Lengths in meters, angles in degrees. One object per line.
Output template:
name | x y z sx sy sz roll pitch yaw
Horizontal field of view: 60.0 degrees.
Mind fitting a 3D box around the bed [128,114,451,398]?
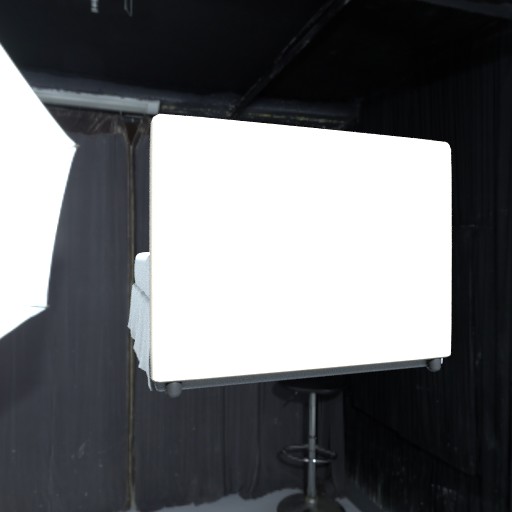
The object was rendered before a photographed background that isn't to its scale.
bed | 0.000 0.000 3.277 1.748 1.330 2.142 0 0 -18
